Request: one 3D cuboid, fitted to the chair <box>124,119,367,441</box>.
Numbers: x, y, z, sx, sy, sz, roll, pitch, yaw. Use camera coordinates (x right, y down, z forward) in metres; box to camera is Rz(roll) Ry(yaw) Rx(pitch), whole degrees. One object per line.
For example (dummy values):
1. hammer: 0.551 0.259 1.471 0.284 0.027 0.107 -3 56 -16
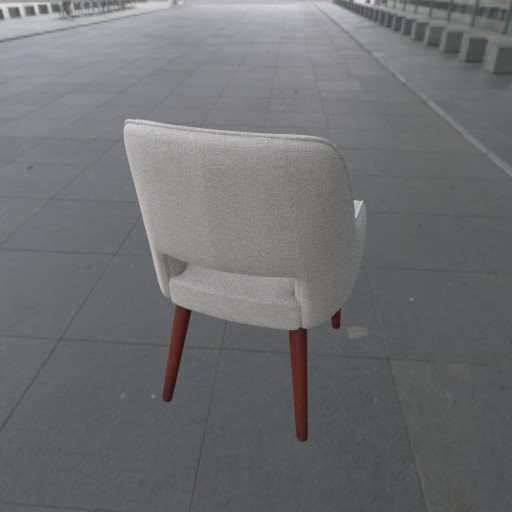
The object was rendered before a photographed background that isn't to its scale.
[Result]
1. chair: 0.000 0.000 1.232 0.560 0.840 0.580 10 33 16
